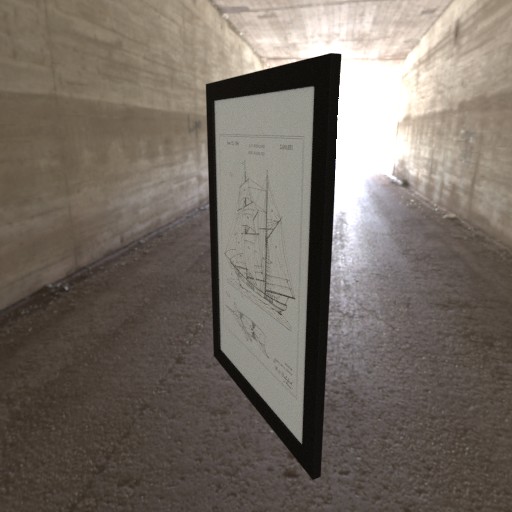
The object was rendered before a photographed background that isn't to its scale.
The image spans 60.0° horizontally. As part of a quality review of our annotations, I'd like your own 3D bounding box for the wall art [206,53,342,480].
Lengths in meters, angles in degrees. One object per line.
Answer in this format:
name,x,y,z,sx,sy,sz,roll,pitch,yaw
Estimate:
wall art,0.000,0.000,0.597,0.011,0.459,0.326,-8,18,-25
